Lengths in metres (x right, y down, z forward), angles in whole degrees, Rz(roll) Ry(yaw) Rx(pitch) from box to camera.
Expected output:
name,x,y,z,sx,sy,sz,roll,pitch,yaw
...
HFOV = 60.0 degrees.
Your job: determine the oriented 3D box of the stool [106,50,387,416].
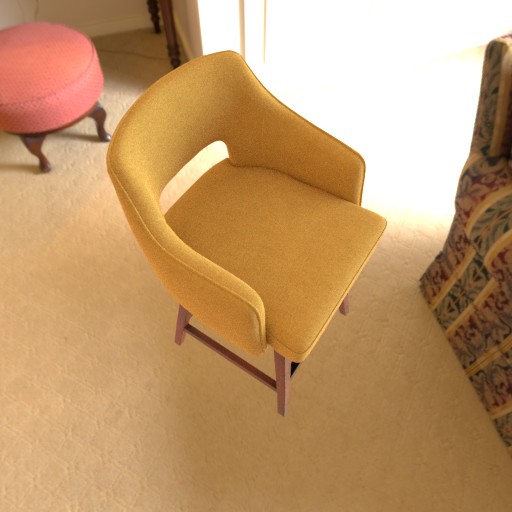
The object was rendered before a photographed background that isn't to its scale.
name,x,y,z,sx,sy,sz,roll,pitch,yaw
stool,0.000,0.000,1.261,0.558,0.924,0.548,30,63,17
